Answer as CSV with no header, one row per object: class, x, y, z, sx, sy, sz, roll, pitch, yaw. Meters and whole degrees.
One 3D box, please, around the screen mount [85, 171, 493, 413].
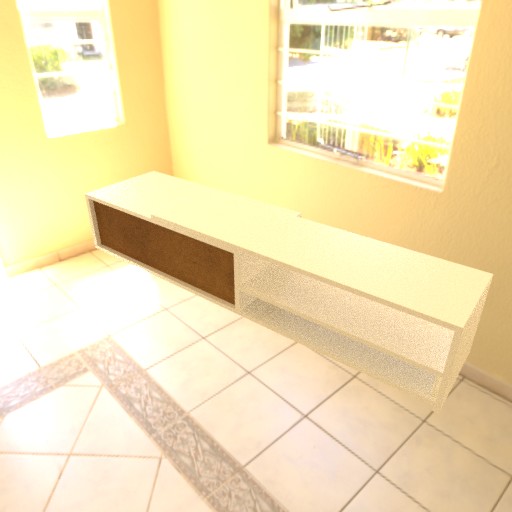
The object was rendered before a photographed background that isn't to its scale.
screen mount,0.000,0.000,1.827,1.680,0.320,0.420,20,35,32
